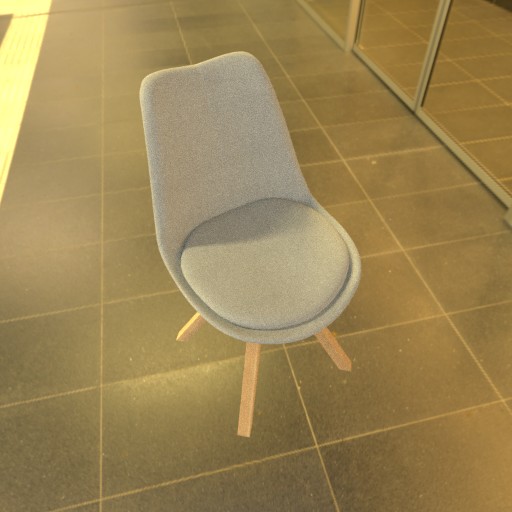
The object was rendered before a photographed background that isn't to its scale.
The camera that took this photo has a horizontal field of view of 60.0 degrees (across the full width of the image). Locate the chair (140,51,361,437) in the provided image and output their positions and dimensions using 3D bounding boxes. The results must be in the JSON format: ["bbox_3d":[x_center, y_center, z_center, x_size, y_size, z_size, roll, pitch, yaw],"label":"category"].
[{"bbox_3d":[0.000,0.000,1.198,0.474,0.863,0.549,-25,51,-22],"label":"chair"}]
